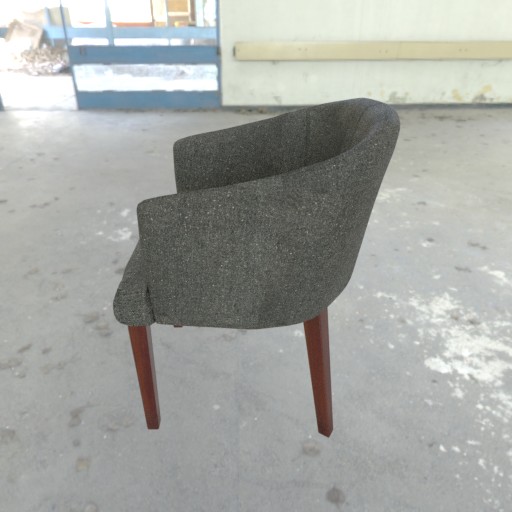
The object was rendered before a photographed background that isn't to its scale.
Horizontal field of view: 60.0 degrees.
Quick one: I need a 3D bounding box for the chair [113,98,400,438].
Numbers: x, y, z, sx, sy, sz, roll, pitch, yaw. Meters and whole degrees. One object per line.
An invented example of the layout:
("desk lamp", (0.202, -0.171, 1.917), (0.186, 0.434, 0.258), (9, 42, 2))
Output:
("chair", (0.000, 0.000, 1.231), (0.655, 0.811, 0.583), (0, 28, -1))
